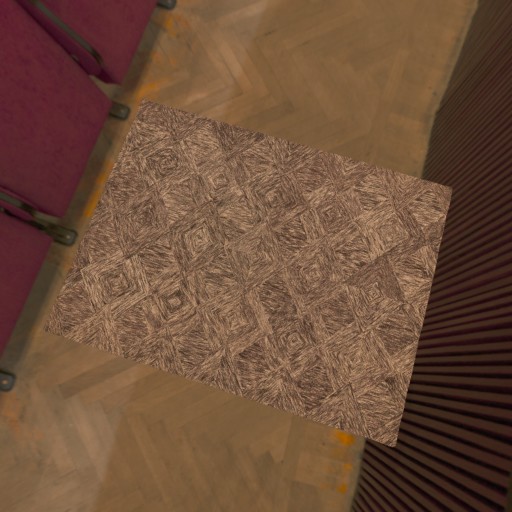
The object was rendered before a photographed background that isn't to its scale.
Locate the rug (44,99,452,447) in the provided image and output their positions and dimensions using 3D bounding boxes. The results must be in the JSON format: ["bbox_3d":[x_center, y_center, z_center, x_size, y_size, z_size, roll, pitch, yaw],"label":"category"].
[{"bbox_3d":[0.000,0.000,4.095,3.204,0.017,2.448,17,76,4],"label":"rug"}]
